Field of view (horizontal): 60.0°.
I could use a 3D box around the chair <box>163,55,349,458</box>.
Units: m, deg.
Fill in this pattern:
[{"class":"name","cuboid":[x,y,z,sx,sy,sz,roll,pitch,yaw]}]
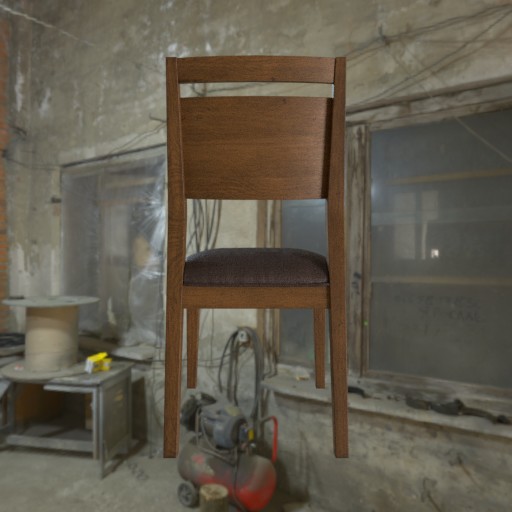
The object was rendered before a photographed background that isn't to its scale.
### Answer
[{"class":"chair","cuboid":[0.000,0.000,1.310,0.501,0.939,0.610,0,-1,0]}]
